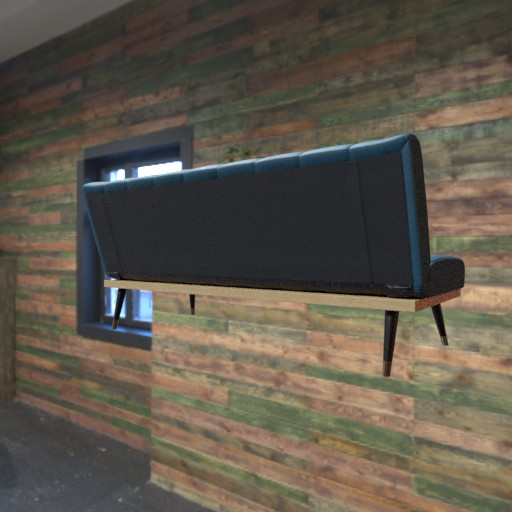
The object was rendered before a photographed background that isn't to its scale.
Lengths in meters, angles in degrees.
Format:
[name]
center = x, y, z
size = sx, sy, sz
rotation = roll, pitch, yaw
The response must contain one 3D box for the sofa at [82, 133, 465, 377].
[sofa]
center = 0.000, 0.000, 2.247
size = 1.810, 0.825, 0.830
rotation = 1, 1, 37
